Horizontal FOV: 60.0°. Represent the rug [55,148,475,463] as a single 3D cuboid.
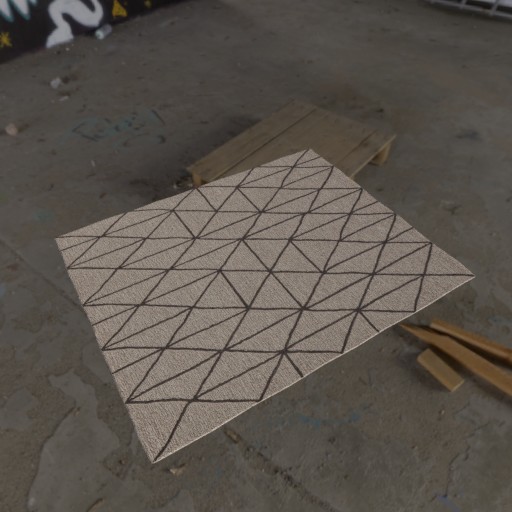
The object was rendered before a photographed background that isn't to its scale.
[{"bbox_3d":[0.000,0.000,4.075,3.061,0.022,2.468,-24,50,-22],"label":"rug"}]
